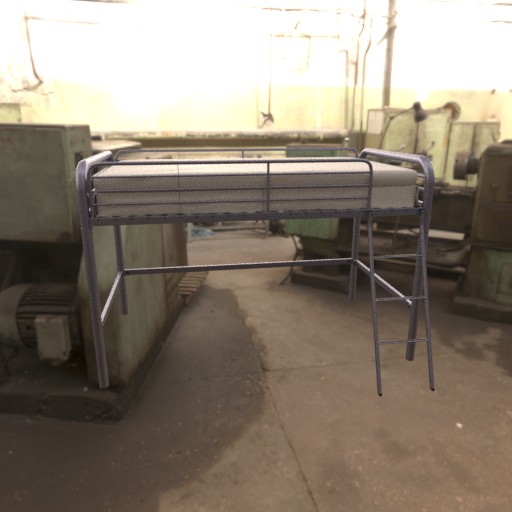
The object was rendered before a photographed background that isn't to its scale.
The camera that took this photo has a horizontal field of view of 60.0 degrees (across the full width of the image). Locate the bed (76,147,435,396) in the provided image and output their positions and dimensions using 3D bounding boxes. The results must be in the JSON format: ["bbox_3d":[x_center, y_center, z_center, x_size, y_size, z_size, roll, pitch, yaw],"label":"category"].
[{"bbox_3d":[0.000,0.000,2.883,1.965,1.288,1.415,-3,17,-9],"label":"bed"}]
